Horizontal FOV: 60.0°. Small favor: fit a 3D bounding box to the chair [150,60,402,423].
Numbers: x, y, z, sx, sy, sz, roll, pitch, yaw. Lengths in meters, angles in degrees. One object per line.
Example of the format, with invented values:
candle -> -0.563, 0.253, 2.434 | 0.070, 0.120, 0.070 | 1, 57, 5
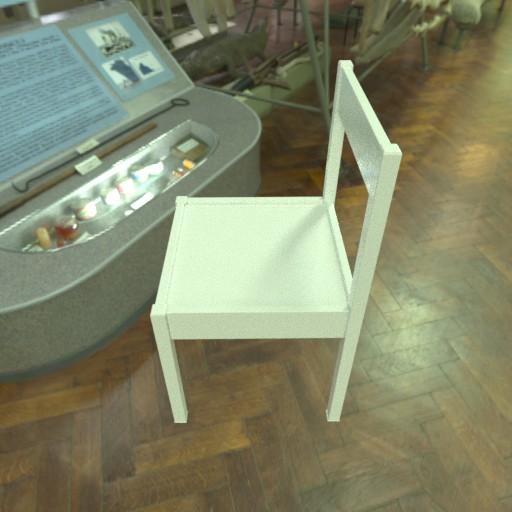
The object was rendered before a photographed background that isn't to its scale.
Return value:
chair -> 0.000, 0.000, 0.700 | 0.285, 0.505, 0.285 | 0, 41, -1
